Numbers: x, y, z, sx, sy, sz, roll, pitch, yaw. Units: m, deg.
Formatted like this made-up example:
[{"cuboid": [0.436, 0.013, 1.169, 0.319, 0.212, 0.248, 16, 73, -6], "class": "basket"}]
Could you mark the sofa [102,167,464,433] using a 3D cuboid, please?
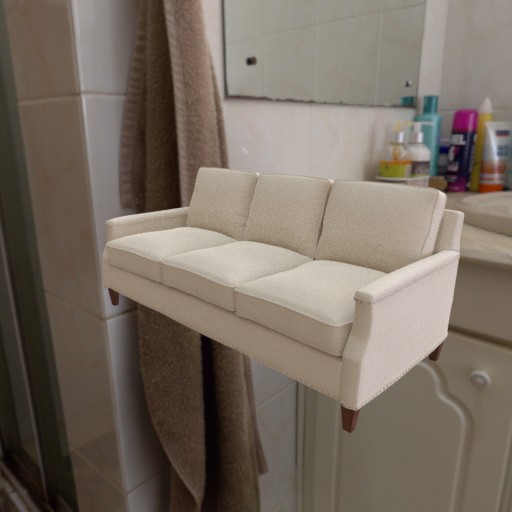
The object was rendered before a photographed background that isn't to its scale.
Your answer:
[{"cuboid": [0.000, 0.000, 2.883, 2.246, 1.003, 1.084, 15, 22, 43], "class": "sofa"}]
